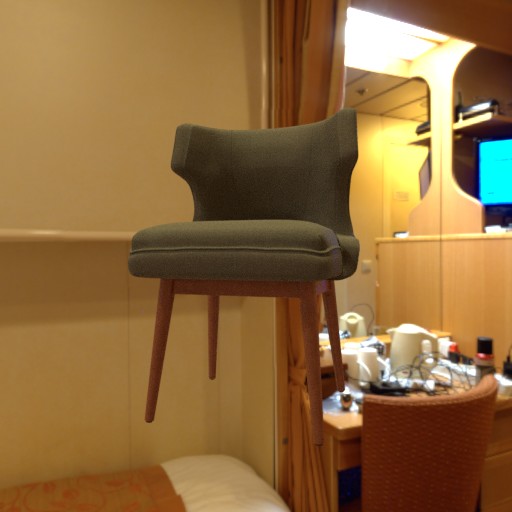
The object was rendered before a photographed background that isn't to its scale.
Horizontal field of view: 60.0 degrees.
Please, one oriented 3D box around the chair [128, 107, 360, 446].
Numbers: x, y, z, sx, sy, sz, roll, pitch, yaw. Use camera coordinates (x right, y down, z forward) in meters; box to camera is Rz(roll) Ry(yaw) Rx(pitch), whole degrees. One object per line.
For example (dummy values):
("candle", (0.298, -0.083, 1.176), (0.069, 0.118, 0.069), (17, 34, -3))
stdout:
("chair", (0.000, 0.000, 1.282), (0.595, 0.863, 0.581), (0, 1, 18))
